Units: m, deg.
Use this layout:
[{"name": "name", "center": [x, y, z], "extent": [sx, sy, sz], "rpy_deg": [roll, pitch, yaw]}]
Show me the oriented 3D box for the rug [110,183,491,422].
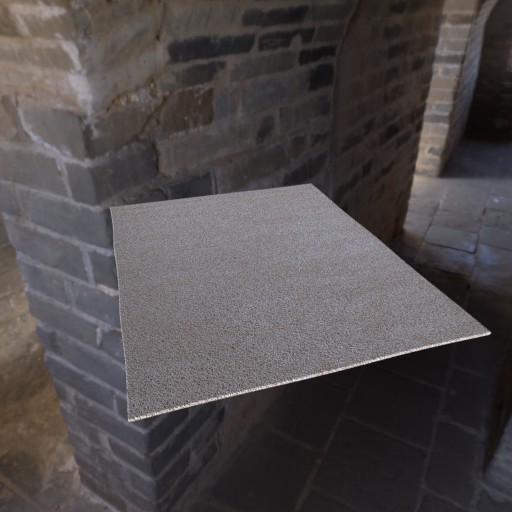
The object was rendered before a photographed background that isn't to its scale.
[{"name": "rug", "center": [0.000, 0.000, 3.944], "extent": [2.400, 0.026, 3.000], "rpy_deg": [-9, 31, -15]}]
